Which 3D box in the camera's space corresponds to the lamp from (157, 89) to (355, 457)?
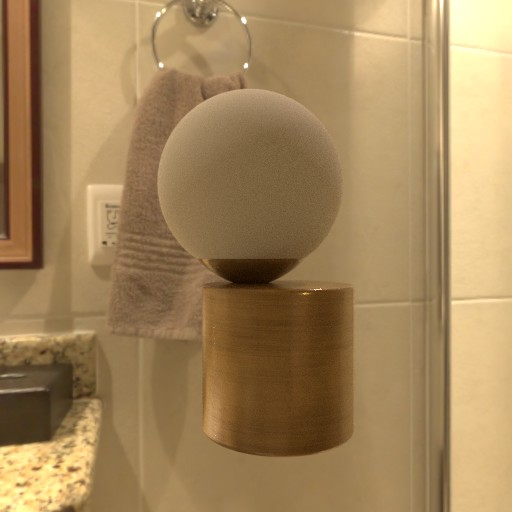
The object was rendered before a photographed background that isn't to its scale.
[{"bbox_3d":[0.000,0.000,0.342,0.152,0.250,0.141,0,0,37],"label":"lamp"}]
